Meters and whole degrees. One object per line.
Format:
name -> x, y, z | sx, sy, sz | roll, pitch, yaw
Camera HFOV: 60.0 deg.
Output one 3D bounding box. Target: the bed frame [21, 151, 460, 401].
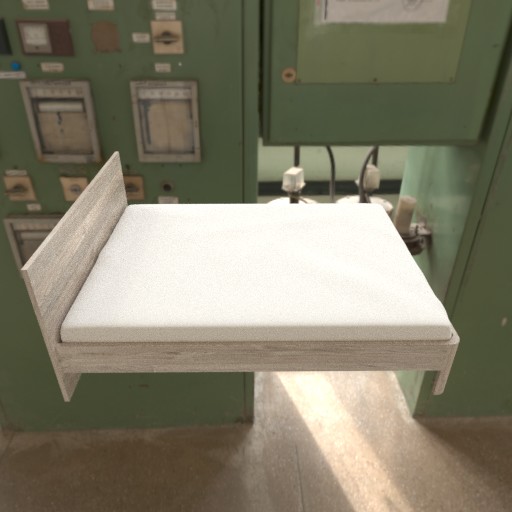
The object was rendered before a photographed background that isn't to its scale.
bed frame -> 0.000, 0.000, 2.676 | 1.950, 0.800, 1.490 | 0, 32, 0
